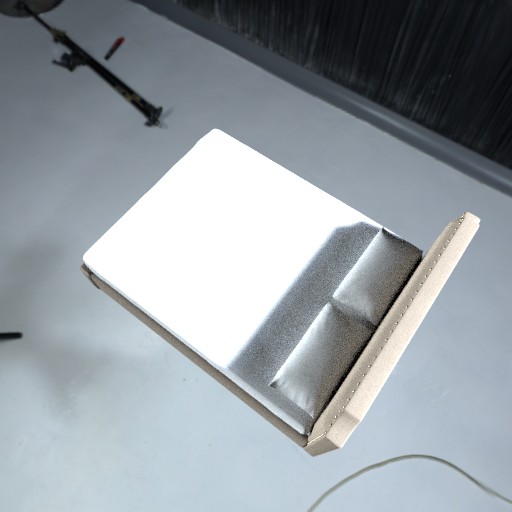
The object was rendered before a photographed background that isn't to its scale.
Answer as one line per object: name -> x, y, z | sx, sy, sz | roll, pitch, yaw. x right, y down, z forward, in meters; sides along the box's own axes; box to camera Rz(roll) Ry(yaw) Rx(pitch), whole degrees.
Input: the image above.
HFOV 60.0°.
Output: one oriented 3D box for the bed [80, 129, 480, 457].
bed -> 0.000, 0.000, 3.358 | 2.329, 1.415, 1.703 | 34, 68, 15
